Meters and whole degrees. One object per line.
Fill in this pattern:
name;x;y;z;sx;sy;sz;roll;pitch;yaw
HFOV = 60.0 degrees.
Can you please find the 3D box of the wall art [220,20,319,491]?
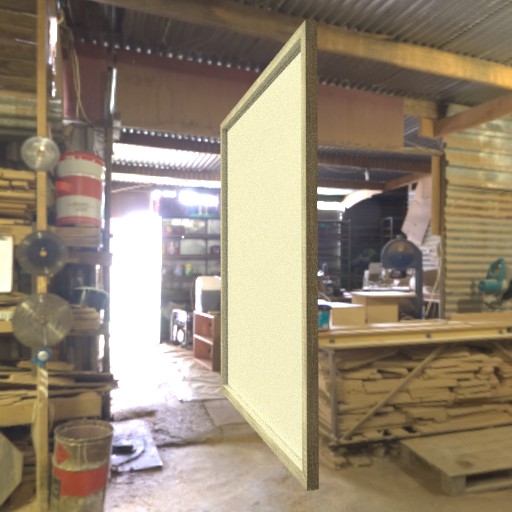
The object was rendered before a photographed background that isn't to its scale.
wall art;0.000;0.000;1.335;0.035;1.022;0.781;0;-1;-19
